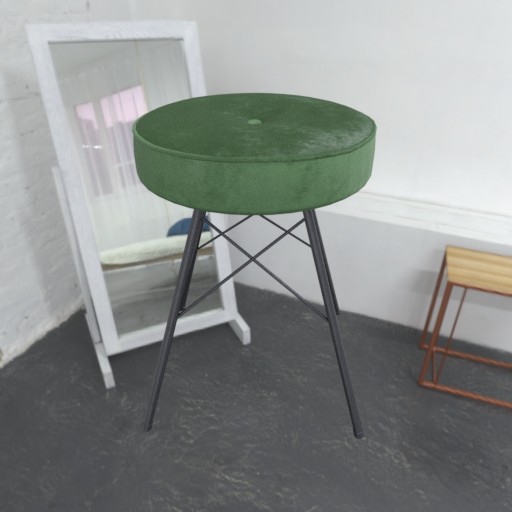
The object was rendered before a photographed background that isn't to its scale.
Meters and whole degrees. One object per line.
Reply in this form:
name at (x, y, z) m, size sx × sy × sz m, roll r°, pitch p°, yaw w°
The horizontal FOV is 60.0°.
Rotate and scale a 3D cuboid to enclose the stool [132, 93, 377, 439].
stool at (0.000, 0.000, 0.933) m, size 0.457 × 0.595 × 0.430 m, roll 1°, pitch 31°, yaw 2°
